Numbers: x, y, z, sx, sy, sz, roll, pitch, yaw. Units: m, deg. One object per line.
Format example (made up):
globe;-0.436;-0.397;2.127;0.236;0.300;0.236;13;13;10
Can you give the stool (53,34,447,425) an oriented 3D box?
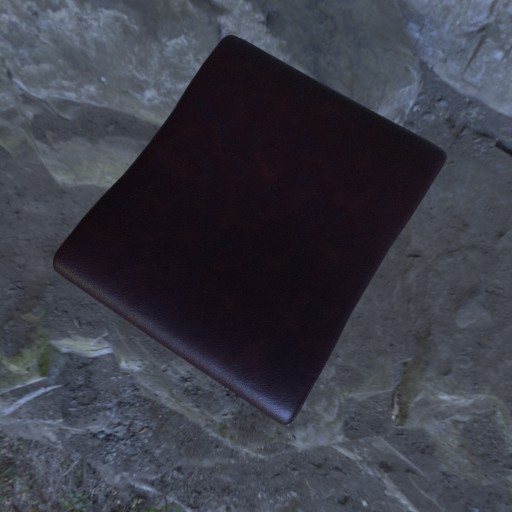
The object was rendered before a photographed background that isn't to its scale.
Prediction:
stool;0.000;0.000;0.912;0.397;0.608;0.465;32;78;8
